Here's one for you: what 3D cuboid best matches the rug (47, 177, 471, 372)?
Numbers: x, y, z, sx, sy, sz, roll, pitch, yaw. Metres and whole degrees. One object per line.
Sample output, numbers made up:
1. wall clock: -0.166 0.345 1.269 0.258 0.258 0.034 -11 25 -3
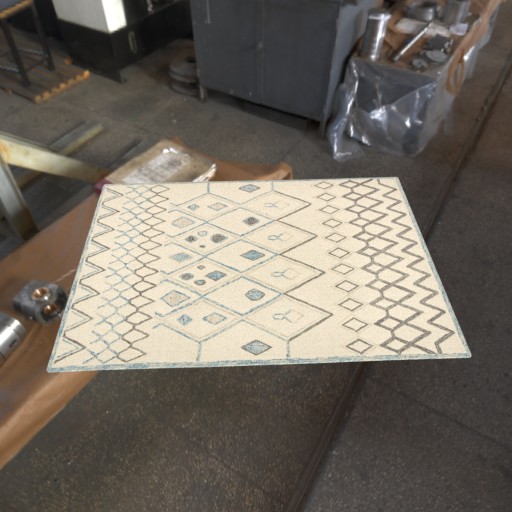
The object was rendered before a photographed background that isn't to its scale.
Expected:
1. rug: 0.000 0.000 2.318 1.820 0.009 1.260 -2 48 -2
